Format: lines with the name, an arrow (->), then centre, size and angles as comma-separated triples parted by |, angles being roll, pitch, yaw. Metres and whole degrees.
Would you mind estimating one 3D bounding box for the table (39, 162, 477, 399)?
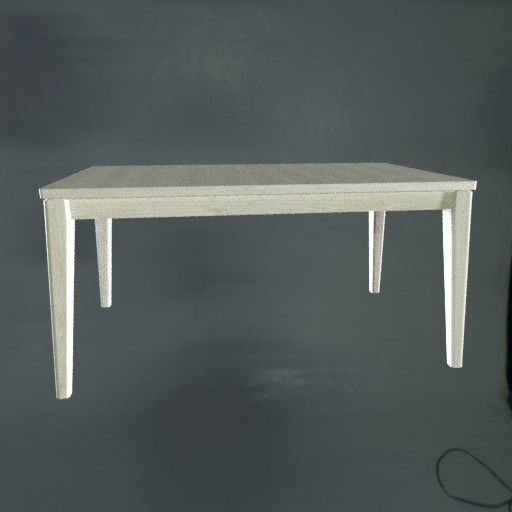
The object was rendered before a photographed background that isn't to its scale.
table -> 0.000, 0.000, 2.042 | 1.600, 0.760, 0.900 | -2, 17, -8
